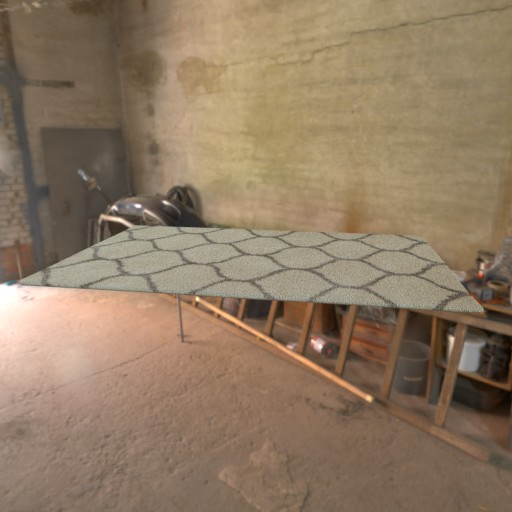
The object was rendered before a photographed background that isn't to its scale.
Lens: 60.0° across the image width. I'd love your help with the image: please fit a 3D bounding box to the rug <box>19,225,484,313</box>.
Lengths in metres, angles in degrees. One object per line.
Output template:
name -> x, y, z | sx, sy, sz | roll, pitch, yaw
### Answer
rug -> 0.000, 0.000, 2.901 | 2.348, 0.024, 1.501 | 3, 16, 9
